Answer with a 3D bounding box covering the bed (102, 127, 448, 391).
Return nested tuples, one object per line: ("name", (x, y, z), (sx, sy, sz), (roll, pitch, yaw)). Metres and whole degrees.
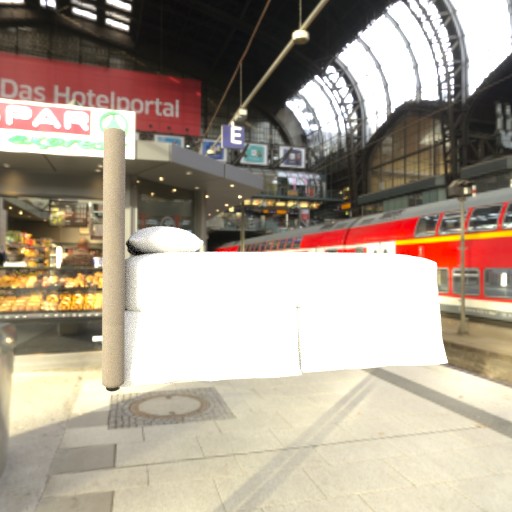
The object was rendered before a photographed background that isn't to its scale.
("bed", (0.000, 0.000, 3.330), (2.128, 1.441, 1.744), (0, -1, -17))
